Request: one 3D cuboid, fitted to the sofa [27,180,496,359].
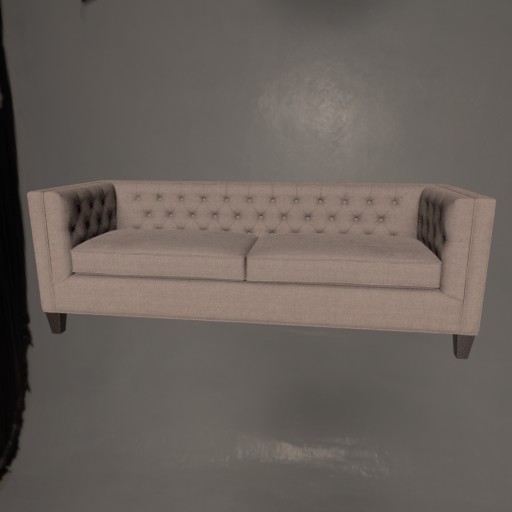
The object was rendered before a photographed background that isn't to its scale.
[{"bbox_3d":[0.000,0.000,2.469,2.159,0.762,0.775,2,14,8],"label":"sofa"}]
